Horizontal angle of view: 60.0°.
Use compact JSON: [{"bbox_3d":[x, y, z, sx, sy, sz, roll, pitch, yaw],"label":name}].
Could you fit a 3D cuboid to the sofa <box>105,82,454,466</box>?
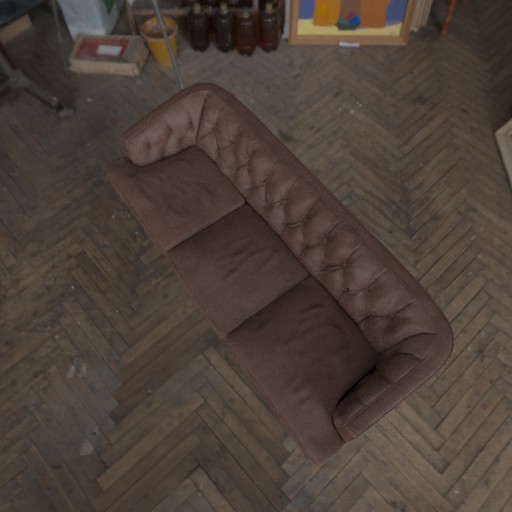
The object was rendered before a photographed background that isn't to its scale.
[{"bbox_3d":[0.000,0.000,2.662,0.927,0.787,2.227,-33,68,-16],"label":"sofa"}]
